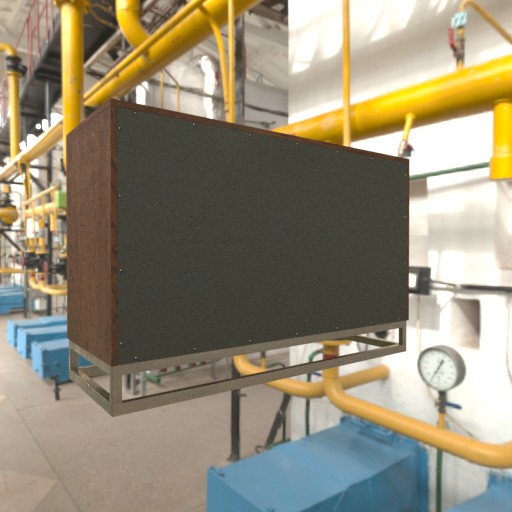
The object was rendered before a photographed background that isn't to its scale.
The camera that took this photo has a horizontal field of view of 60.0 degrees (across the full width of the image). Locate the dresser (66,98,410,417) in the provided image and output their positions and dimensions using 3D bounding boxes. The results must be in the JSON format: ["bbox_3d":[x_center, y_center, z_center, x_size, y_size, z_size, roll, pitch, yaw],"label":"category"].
[{"bbox_3d":[0.000,0.000,2.202,1.646,1.061,0.623,-1,1,-36],"label":"dresser"}]
